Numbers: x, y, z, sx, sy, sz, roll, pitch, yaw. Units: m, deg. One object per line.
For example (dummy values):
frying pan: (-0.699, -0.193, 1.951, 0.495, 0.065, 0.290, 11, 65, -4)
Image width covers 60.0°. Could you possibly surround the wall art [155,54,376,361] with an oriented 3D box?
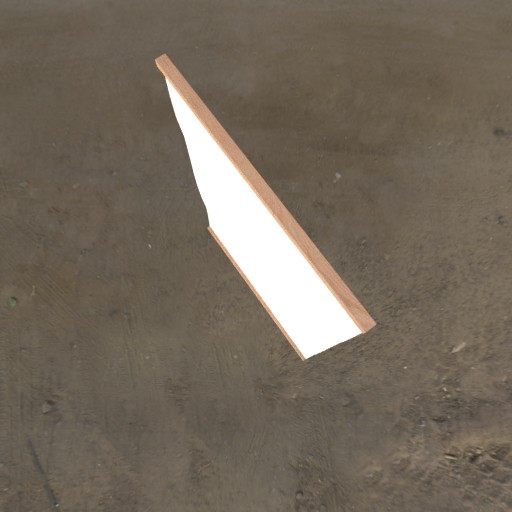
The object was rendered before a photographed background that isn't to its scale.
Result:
wall art: (0.000, 0.000, 0.651, 0.012, 0.508, 0.332, -34, 77, -9)
